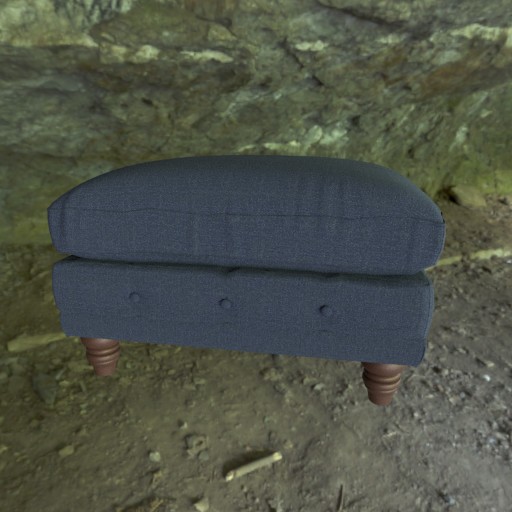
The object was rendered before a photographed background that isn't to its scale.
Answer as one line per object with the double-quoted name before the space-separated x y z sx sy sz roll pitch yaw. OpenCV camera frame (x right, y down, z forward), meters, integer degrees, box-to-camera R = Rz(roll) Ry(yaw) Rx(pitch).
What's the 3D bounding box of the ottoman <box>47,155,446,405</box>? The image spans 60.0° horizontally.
"ottoman" 0.000 0.000 1.104 0.767 0.486 0.558 3 15 10
